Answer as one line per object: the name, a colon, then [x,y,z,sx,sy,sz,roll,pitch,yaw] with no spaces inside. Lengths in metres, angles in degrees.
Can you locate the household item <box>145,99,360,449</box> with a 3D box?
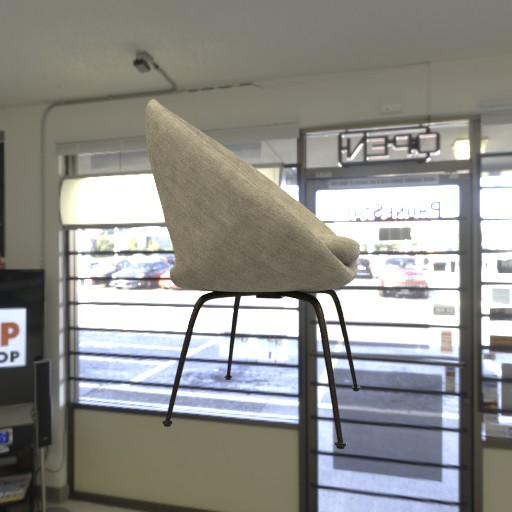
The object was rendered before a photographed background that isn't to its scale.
household item: [0.000,0.000,1.287,0.587,0.869,0.643,0,0,17]
